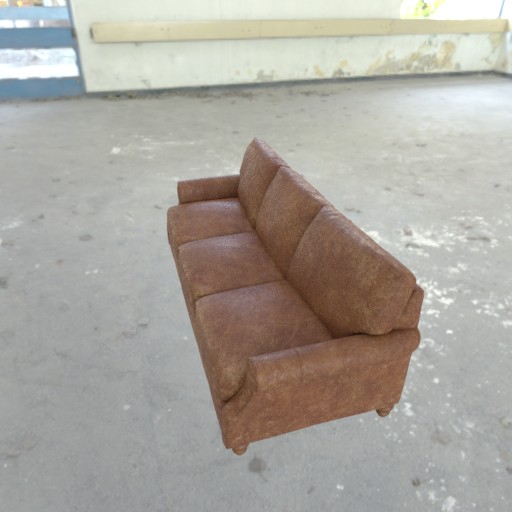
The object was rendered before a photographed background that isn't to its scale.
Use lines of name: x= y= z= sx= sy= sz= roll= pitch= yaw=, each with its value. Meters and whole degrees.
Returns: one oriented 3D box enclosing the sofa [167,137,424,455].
sofa: x=0.000 y=0.000 z=2.917 sx=0.973 sy=0.977 sz=2.351 roll=-9 pitch=31 yaw=-14
